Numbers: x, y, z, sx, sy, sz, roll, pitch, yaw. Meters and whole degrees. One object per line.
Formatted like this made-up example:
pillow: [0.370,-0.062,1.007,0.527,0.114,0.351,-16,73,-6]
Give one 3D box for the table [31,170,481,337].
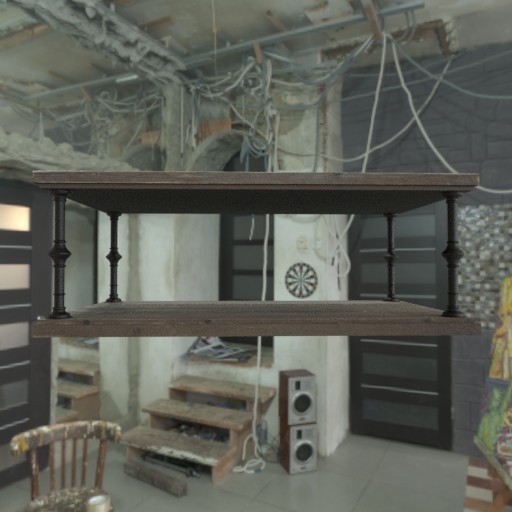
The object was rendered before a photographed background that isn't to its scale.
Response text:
table: [0.000,0.000,1.351,1.088,0.399,0.554,0,-1,-2]
